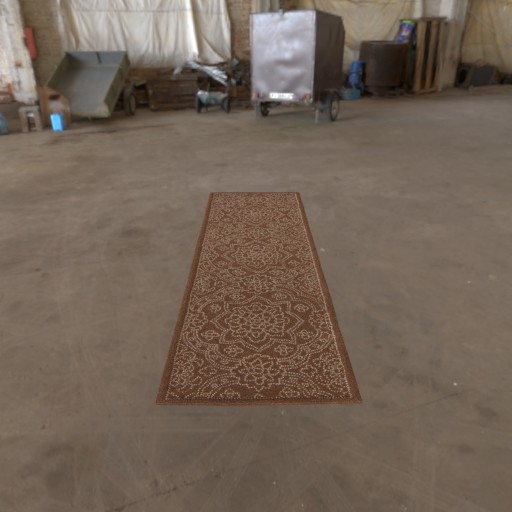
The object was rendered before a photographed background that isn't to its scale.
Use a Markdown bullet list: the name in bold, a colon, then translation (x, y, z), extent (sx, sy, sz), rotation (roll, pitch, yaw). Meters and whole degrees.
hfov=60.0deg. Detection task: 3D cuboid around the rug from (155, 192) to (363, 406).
- **rug**: translation (0.000, 0.000, 2.718), extent (0.769, 0.012, 2.448), rotation (0, 26, 0)
